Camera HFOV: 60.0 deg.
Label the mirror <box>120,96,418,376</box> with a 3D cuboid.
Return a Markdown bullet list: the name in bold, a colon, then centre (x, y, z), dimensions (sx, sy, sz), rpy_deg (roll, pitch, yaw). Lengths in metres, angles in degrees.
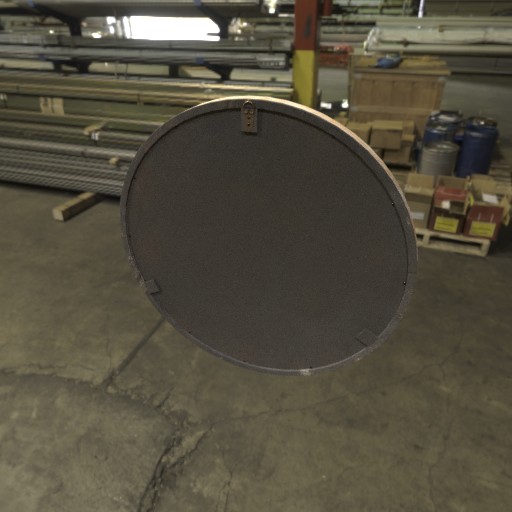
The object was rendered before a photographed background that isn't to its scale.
- **mirror**: centre (0.000, 0.000, 1.039), dimensions (0.710, 0.710, 0.038), rpy_deg (10, 32, 16)
